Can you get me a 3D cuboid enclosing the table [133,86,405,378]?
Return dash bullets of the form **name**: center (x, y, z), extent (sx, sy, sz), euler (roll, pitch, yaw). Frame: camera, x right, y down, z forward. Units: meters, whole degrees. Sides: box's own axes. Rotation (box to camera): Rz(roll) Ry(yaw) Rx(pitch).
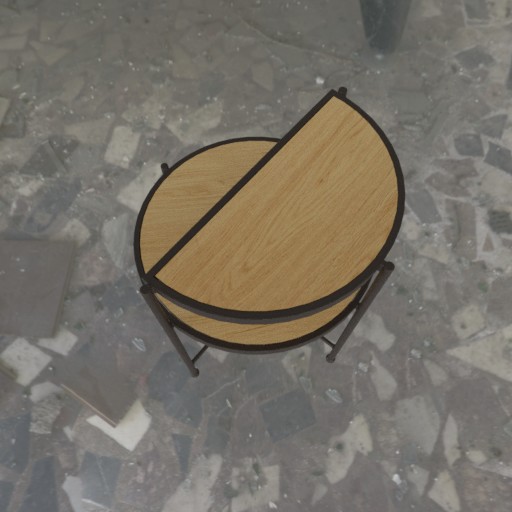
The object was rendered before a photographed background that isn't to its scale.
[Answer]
- **table**: center (0.000, 0.000, 1.163), extent (0.628, 0.684, 0.629), euler (36, 69, 16)
